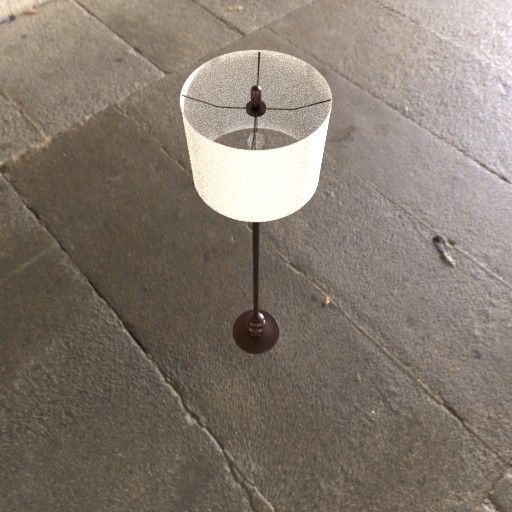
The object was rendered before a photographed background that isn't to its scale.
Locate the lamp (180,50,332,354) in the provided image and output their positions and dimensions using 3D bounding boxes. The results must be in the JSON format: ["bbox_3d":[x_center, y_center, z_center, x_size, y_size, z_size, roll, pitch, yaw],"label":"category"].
[{"bbox_3d":[0.000,0.000,1.653,0.356,1.487,0.356,2,58,1],"label":"lamp"}]
